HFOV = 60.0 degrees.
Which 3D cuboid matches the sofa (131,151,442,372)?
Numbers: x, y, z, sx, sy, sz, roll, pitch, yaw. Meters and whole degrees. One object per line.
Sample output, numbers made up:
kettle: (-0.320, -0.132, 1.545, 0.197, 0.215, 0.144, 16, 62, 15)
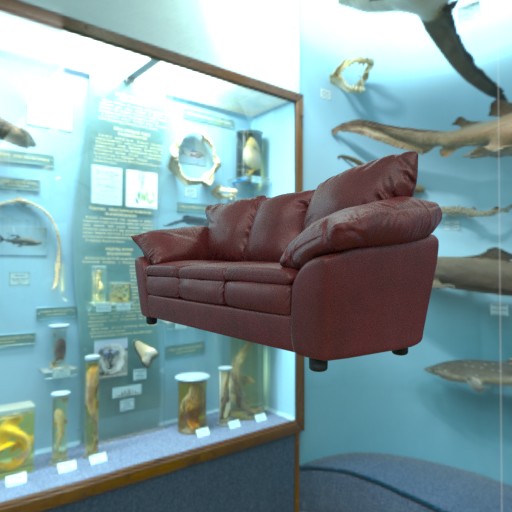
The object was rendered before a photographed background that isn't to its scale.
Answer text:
sofa: (0.000, 0.000, 3.010, 0.907, 1.091, 2.390, 1, -1, -36)
